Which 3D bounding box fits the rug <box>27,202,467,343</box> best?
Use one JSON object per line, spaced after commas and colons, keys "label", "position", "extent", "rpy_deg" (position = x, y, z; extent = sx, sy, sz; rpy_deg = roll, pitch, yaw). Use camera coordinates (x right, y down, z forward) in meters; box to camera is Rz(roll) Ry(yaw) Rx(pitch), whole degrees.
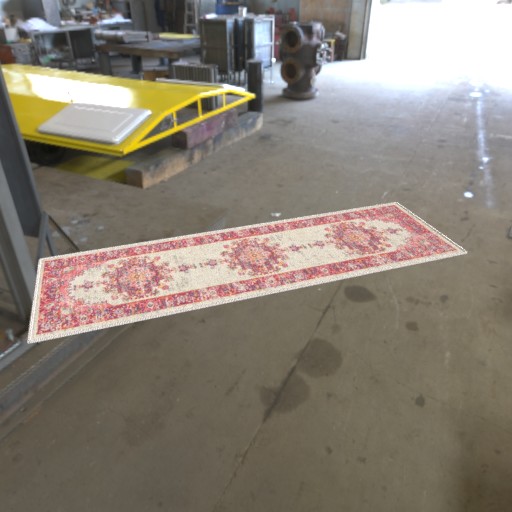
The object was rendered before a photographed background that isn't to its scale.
{"label": "rug", "position": [0.000, 0.000, 1.967], "extent": [1.824, 0.009, 0.562], "rpy_deg": [-10, 33, -16]}
